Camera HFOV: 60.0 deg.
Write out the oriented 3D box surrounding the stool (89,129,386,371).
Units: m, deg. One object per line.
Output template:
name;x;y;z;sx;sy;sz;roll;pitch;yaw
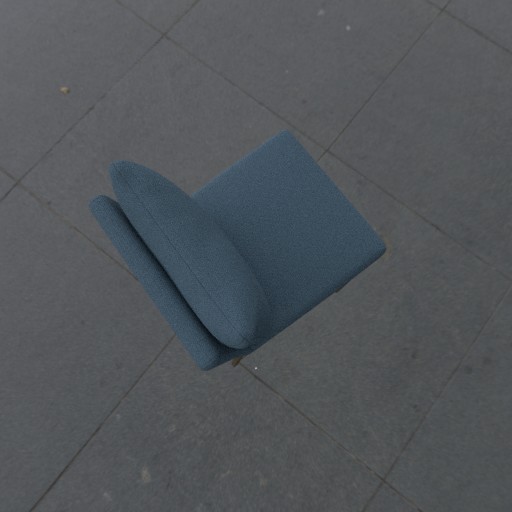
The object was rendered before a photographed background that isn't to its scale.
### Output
stool;0.000;0.000;1.342;0.568;1.032;0.463;-36;79;-8
